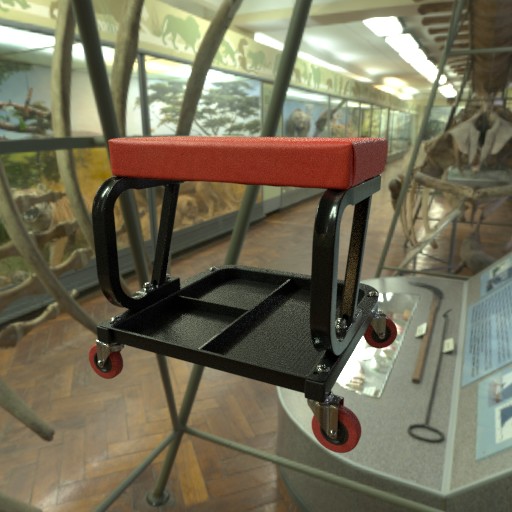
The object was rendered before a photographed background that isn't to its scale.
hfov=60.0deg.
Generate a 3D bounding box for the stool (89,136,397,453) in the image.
[{"bbox_3d":[0.000,0.000,0.735,0.446,0.380,0.371,8,18,25],"label":"stool"}]
